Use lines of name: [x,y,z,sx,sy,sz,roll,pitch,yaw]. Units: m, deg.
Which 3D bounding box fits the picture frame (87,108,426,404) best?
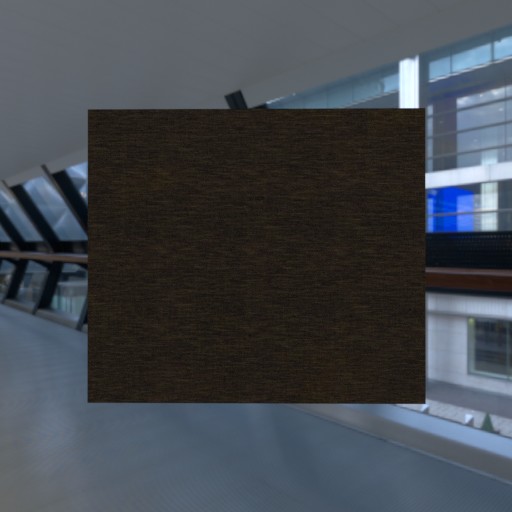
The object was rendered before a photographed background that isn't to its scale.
picture frame: [0.000,0.000,0.513,0.378,0.330,0.033,0,0,1]
